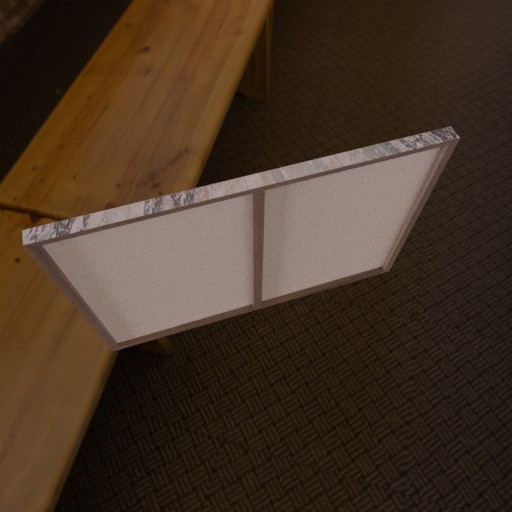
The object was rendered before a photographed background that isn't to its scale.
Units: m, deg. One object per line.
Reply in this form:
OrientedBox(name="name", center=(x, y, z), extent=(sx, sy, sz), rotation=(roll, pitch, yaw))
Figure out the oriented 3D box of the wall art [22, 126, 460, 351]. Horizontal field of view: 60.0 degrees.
OrientedBox(name="wall art", center=(0.000, 0.000, 1.160), extent=(0.919, 0.598, 0.038), rotation=(-15, 60, -9))
